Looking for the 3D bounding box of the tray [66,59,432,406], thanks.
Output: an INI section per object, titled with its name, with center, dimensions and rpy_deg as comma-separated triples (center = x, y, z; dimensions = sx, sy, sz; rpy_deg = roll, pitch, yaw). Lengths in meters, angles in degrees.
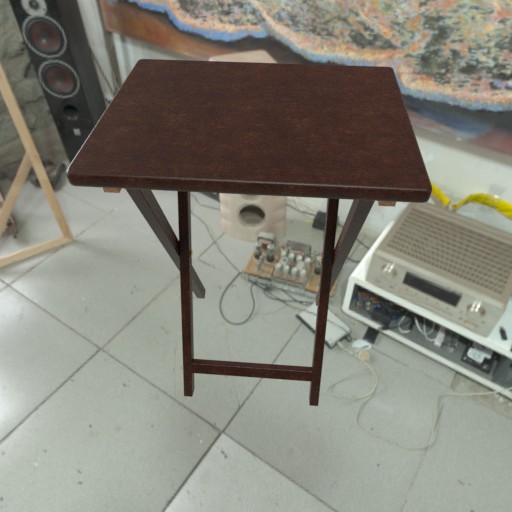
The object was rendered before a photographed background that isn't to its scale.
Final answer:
[tray]
center = 0.000, 0.000, 0.941
dimensions = 0.483, 0.660, 0.381
rpy_deg = 3, 46, 3
